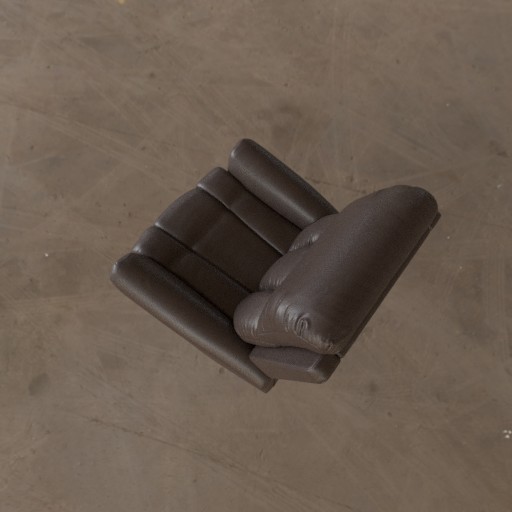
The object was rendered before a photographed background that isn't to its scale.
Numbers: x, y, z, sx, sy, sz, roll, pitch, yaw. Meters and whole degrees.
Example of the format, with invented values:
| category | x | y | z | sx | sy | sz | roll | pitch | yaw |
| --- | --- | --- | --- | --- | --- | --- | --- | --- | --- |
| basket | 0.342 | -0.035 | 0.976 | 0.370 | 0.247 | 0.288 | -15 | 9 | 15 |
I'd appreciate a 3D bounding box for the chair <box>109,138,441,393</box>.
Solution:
| category | x | y | z | sx | sy | sz | roll | pitch | yaw |
| --- | --- | --- | --- | --- | --- | --- | --- | --- | --- |
| chair | 0.000 | 0.000 | 1.751 | 0.978 | 1.028 | 0.869 | 35 | 69 | 16 |
